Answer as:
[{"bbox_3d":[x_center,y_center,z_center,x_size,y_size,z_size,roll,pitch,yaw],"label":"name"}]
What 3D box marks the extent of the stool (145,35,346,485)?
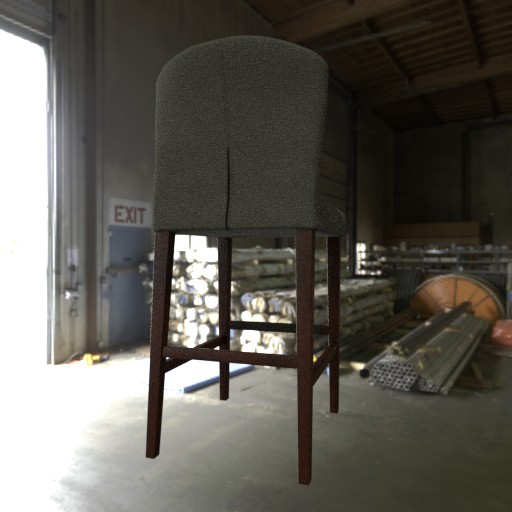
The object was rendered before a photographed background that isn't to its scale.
[{"bbox_3d":[0.000,0.000,1.342,0.486,1.069,0.568,0,1,19],"label":"stool"}]
